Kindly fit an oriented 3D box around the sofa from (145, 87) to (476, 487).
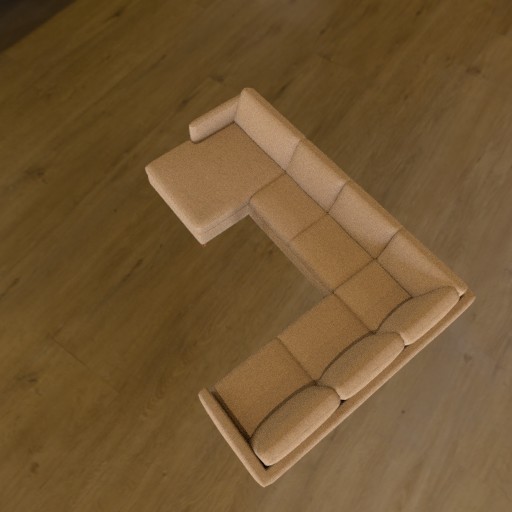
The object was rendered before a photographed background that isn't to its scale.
[{"bbox_3d":[0.000,0.000,4.515,2.551,0.889,3.403,-35,69,-16],"label":"sofa"}]
